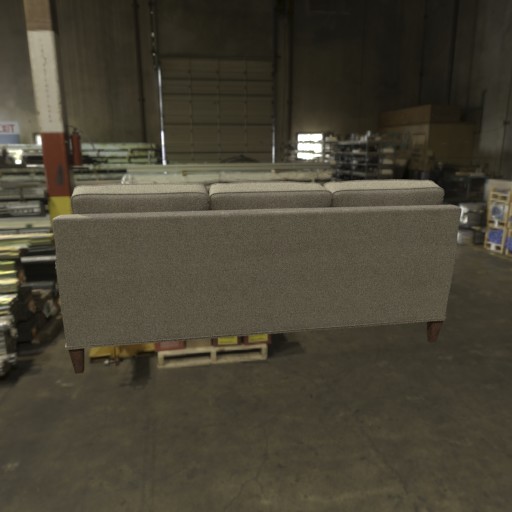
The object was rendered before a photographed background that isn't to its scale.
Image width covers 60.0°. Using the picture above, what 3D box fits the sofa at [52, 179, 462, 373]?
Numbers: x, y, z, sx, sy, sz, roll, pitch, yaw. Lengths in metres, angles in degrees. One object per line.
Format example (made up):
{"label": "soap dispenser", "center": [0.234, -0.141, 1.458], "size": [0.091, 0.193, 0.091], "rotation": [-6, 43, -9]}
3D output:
{"label": "sofa", "center": [0.000, 0.000, 2.870], "size": [2.246, 1.003, 1.084], "rotation": [-3, 14, -10]}
